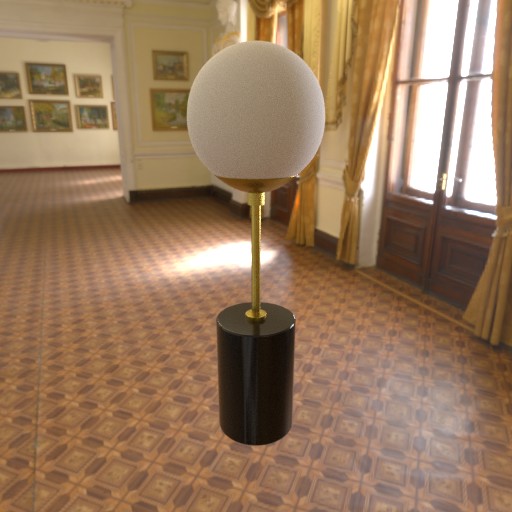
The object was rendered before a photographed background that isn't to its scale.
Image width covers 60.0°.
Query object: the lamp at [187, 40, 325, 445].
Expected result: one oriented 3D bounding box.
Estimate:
[{"bbox_3d":[0.000,0.000,0.546,0.153,0.480,0.153,0,18,0],"label":"lamp"}]
